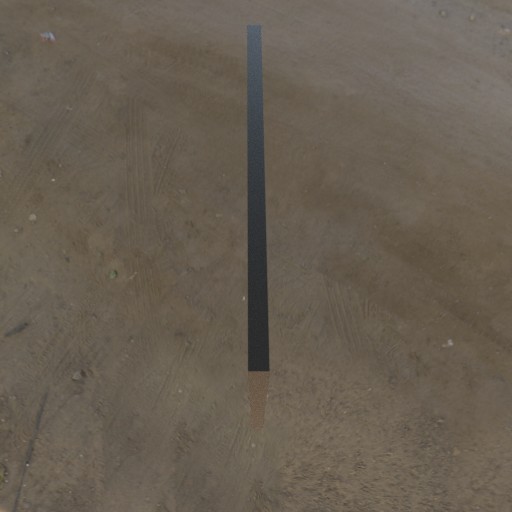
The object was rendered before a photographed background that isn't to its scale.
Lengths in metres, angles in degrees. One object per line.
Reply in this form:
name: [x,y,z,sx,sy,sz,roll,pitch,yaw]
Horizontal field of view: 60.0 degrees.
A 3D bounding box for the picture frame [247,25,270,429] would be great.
picture frame: [0.000,0.000,1.167,0.032,0.775,0.775,-1,63,0]
